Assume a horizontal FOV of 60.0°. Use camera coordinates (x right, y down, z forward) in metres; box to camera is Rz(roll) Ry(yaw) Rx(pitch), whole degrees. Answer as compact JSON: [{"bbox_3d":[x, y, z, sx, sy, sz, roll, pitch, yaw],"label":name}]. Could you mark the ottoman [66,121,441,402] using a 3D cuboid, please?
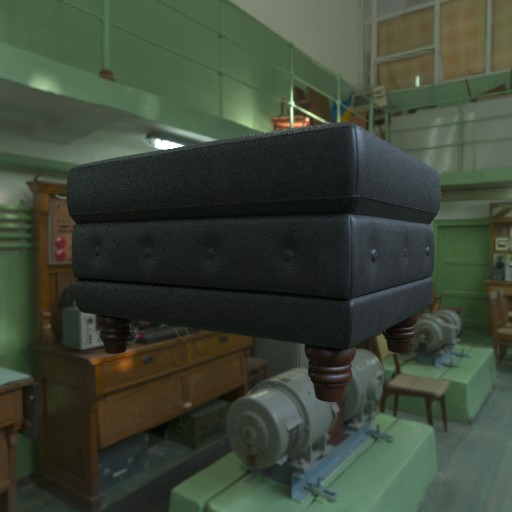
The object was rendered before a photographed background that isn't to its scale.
[{"bbox_3d":[0.000,0.000,1.154,0.795,0.498,0.590,1,2,34],"label":"ottoman"}]
